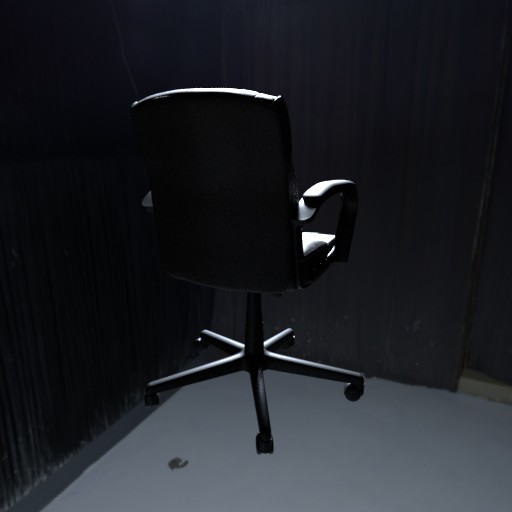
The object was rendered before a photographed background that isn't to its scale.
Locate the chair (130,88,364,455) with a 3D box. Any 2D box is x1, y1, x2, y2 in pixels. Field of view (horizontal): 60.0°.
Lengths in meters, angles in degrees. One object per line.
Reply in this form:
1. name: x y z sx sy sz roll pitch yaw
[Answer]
1. chair: 0.000 0.000 1.490 0.739 1.004 0.717 8 17 26
